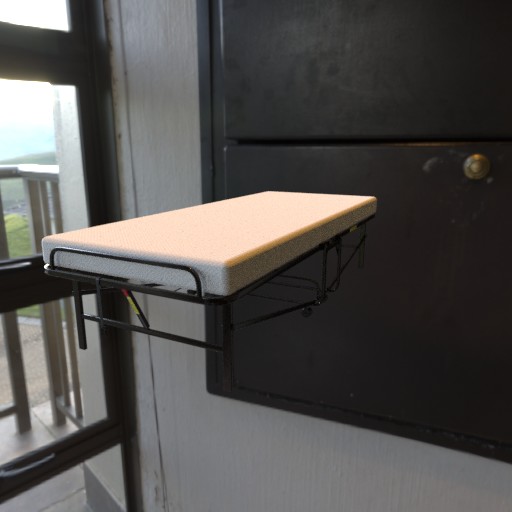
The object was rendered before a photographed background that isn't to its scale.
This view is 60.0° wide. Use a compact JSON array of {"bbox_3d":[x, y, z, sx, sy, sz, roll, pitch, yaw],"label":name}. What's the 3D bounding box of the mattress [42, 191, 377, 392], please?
[{"bbox_3d":[0.000,0.000,2.544,0.922,0.519,2.153,7,16,27],"label":"mattress"}]
